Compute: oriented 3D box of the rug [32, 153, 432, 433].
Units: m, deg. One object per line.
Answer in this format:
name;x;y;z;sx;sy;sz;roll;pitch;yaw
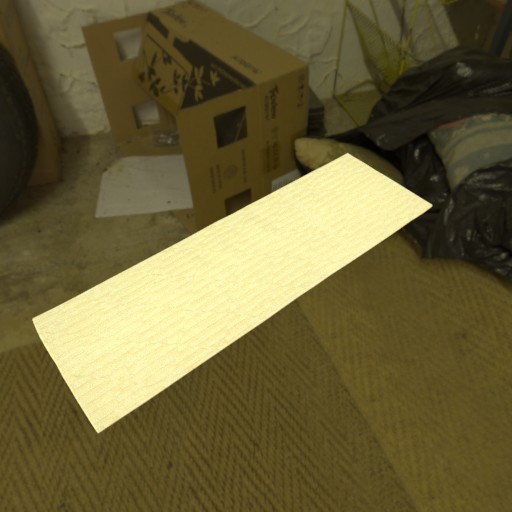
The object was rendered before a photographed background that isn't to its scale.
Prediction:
rug;0.000;0.000;2.673;2.450;0.014;0.793;-31;54;-25
